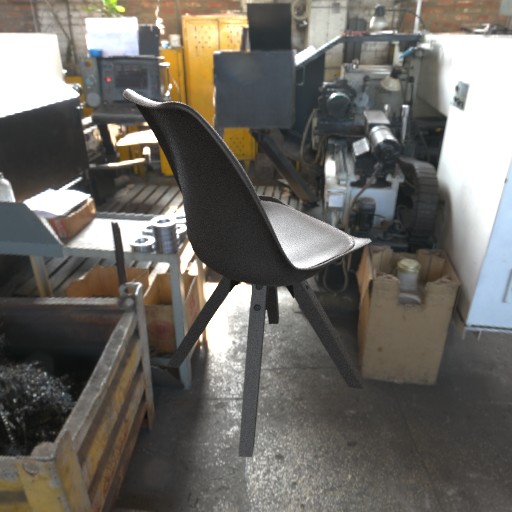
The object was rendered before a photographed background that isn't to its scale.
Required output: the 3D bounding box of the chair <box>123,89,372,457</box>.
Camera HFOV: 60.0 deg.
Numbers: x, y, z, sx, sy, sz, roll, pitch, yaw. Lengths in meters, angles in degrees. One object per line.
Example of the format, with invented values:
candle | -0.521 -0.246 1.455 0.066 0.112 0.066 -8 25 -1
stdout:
chair | 0.000 0.000 1.181 0.550 0.850 0.485 -18 32 -31
